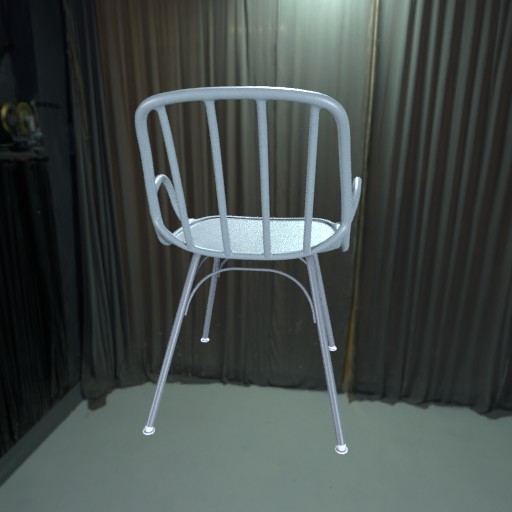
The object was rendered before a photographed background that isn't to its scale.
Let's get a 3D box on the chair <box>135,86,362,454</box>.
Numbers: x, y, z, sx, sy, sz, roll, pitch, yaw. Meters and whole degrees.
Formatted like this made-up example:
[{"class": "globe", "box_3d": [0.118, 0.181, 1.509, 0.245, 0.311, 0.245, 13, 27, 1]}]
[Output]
[{"class": "chair", "box_3d": [0.000, 0.000, 1.212, 0.549, 0.816, 0.597, 2, 16, 8]}]
